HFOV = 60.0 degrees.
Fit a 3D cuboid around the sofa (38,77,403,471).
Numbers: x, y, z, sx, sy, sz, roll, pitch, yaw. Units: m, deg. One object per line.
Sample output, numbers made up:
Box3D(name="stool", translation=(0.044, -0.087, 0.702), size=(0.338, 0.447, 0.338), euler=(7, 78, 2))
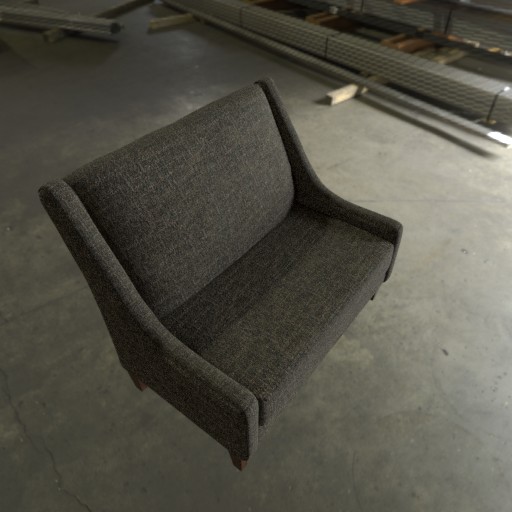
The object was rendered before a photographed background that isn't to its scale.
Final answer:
Box3D(name="sofa", translation=(0.000, 0.000, 1.905), size=(0.870, 1.021, 1.242), euler=(27, 48, 27))
